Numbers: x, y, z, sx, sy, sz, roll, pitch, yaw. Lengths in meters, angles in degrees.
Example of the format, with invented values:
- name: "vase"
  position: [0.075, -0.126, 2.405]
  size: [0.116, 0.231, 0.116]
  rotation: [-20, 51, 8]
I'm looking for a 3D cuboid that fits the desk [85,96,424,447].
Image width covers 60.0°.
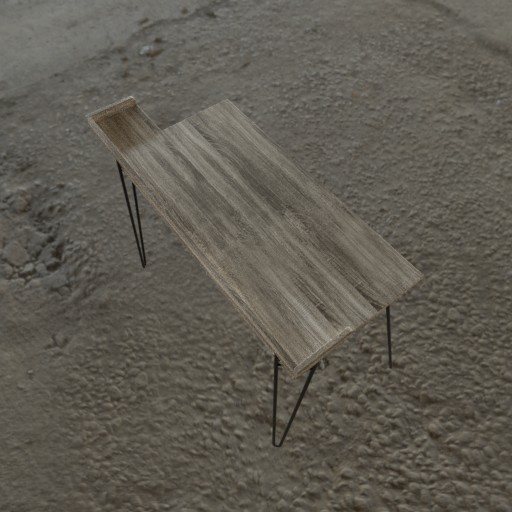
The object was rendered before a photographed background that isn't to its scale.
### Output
- name: "desk"
  position: [0.000, 0.000, 1.635]
  size: [0.605, 0.899, 1.135]
  rotation: [-33, 63, -19]
